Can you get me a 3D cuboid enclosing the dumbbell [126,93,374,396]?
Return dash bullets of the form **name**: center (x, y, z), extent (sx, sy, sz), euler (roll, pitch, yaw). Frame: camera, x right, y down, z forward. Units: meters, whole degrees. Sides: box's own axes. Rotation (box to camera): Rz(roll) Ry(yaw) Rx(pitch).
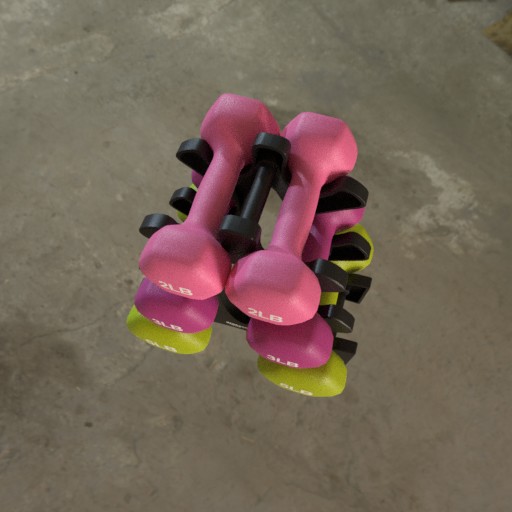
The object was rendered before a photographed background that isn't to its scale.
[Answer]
- **dumbbell**: center (0.000, 0.000, 0.451), extent (0.257, 0.261, 0.203), euler (16, 65, 8)
